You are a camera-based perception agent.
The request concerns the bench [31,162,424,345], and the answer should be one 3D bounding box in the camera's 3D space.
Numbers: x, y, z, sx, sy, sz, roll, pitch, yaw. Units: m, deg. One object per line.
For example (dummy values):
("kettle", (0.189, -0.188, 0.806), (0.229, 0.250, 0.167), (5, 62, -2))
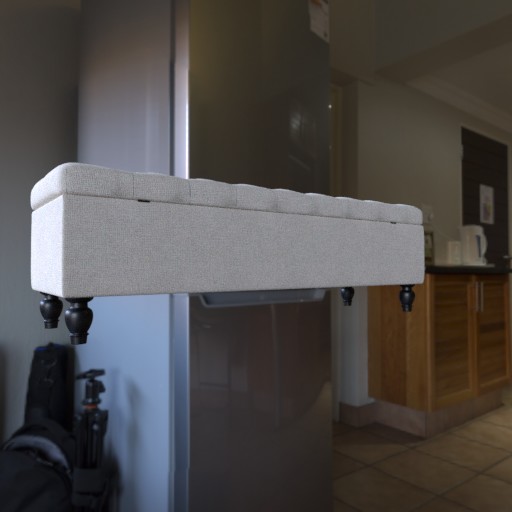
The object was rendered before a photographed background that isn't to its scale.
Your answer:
("bench", (0.000, 0.000, 1.667), (1.480, 0.467, 0.455), (1, -1, -36))
